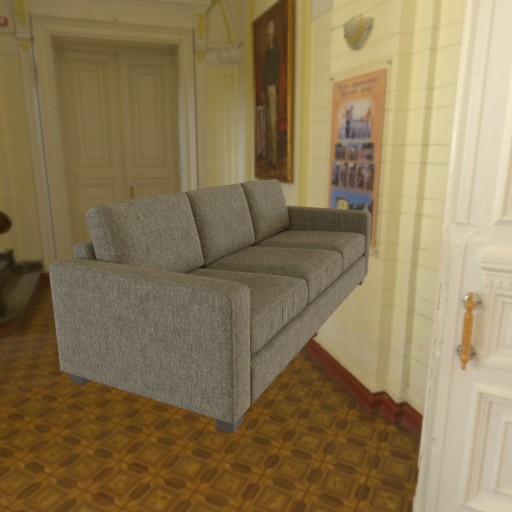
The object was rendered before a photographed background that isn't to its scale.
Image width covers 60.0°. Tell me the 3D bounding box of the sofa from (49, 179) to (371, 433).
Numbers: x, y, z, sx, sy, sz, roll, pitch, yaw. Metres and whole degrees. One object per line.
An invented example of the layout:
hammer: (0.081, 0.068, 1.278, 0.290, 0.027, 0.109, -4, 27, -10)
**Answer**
sofa: (0.000, 0.000, 2.626, 0.900, 0.800, 2.160, 7, 16, 25)
